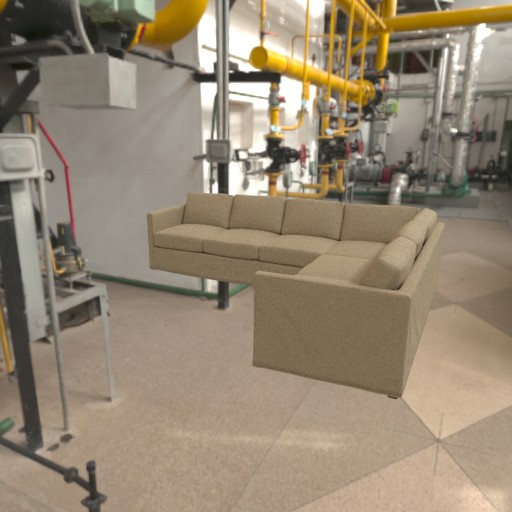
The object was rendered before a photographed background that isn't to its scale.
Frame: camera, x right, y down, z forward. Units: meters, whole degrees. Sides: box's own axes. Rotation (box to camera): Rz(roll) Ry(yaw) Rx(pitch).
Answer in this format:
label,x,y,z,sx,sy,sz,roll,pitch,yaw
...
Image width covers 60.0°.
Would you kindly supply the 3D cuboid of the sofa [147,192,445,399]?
label,x,y,z,sx,sy,sz,roll,pitch,yaw
sofa,0.000,0.000,4.295,3.182,0.871,2.432,8,17,26
